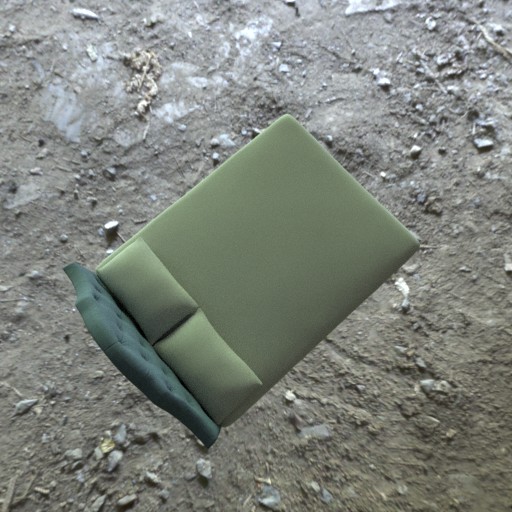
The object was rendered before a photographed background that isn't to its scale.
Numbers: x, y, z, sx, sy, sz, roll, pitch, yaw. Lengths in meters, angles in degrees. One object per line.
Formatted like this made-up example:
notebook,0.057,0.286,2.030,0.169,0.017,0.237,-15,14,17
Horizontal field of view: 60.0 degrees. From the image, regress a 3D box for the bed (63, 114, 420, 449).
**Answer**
bed,0.000,0.000,3.266,2.155,1.575,1.636,-41,80,-9
